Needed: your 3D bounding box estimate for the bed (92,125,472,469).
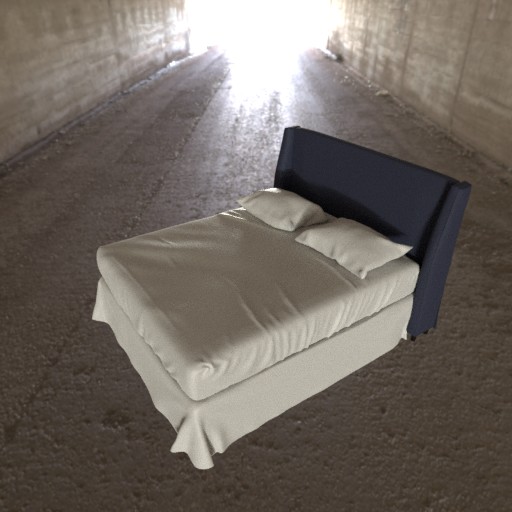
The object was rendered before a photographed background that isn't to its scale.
[{"bbox_3d":[0.000,0.000,3.436,2.276,1.332,1.925,-19,36,-29],"label":"bed"}]
